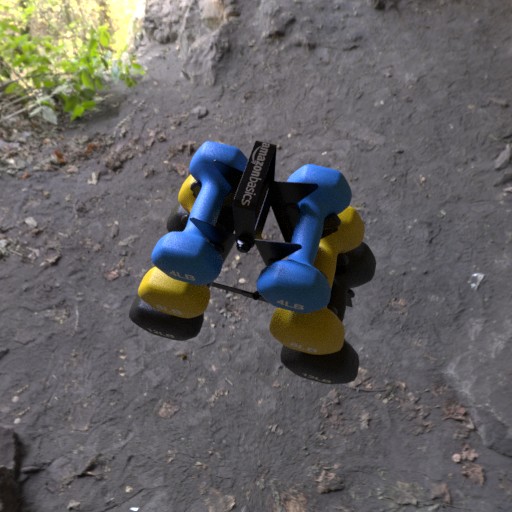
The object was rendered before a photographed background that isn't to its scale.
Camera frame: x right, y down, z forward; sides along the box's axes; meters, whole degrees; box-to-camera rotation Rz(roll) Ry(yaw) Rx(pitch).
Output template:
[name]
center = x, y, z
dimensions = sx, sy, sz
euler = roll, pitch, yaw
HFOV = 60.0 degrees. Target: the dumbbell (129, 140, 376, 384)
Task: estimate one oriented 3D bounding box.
[dumbbell]
center = 0.000, 0.000, 0.687
dimensions = 0.409, 0.426, 0.255
euler = 14, 65, 7
